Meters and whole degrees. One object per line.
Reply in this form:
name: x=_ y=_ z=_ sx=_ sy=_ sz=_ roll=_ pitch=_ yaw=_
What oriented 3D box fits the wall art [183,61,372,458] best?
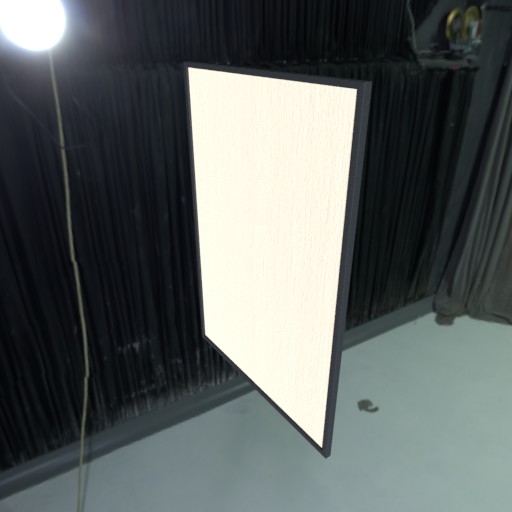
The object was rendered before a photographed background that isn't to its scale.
wall art: x=0.000 y=0.000 z=0.844 sx=0.013 sy=0.657 sz=0.457 roll=-18 pitch=32 yaw=-32
